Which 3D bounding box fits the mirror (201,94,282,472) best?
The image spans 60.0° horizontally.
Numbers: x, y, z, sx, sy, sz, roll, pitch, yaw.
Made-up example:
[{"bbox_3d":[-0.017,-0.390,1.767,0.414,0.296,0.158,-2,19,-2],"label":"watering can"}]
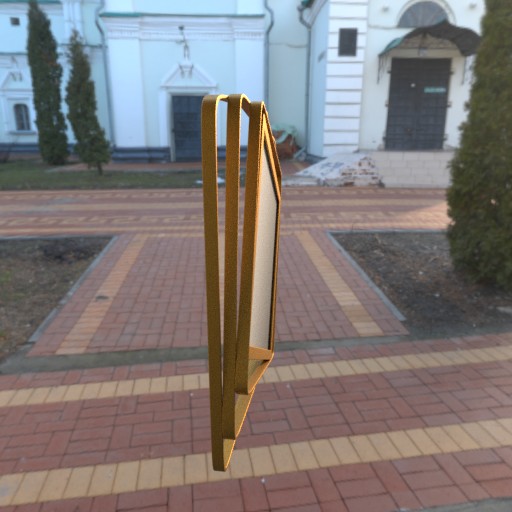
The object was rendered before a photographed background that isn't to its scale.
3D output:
[{"bbox_3d":[0.000,0.000,0.713,0.045,0.468,0.470,2,16,8],"label":"mirror"}]
